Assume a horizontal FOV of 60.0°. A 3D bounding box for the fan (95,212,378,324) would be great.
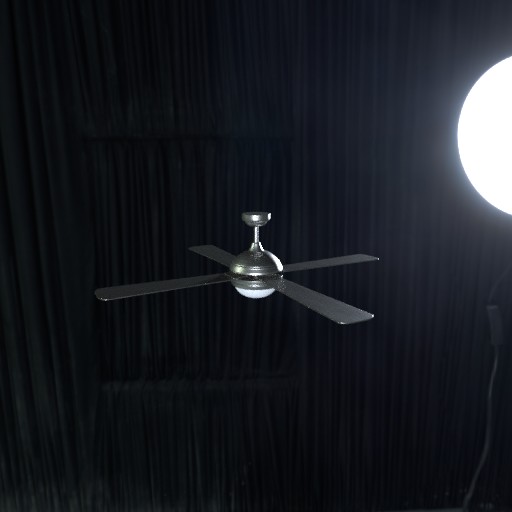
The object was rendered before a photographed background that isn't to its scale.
[{"bbox_3d":[0.000,0.000,1.988,1.321,0.381,1.321,-2,13,-8],"label":"fan"}]
